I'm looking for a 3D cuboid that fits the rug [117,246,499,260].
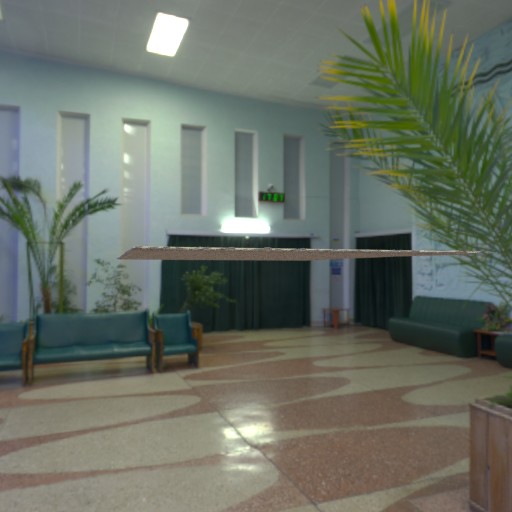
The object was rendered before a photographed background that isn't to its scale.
[{"bbox_3d":[0.000,0.000,4.118,2.388,0.030,3.213,1,-2,-19],"label":"rug"}]
